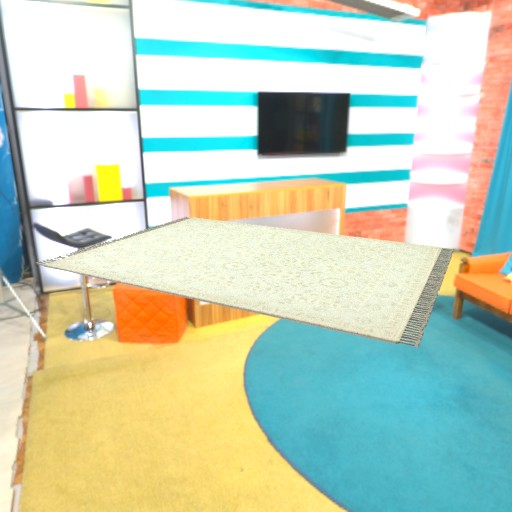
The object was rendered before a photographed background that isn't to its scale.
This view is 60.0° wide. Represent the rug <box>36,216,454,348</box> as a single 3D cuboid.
[{"bbox_3d":[0.000,0.000,2.267,1.771,0.015,1.223,9,19,27],"label":"rug"}]
